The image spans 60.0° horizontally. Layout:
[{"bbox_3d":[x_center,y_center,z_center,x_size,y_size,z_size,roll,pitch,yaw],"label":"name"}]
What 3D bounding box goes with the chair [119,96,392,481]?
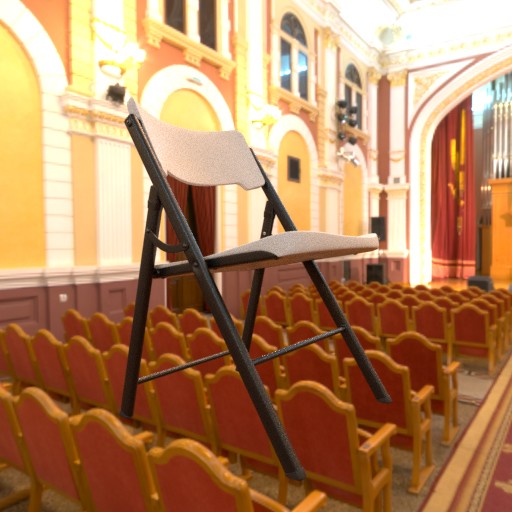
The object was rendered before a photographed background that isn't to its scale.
[{"bbox_3d":[0.000,0.000,1.104,0.577,0.765,0.482,1,2,36],"label":"chair"}]
